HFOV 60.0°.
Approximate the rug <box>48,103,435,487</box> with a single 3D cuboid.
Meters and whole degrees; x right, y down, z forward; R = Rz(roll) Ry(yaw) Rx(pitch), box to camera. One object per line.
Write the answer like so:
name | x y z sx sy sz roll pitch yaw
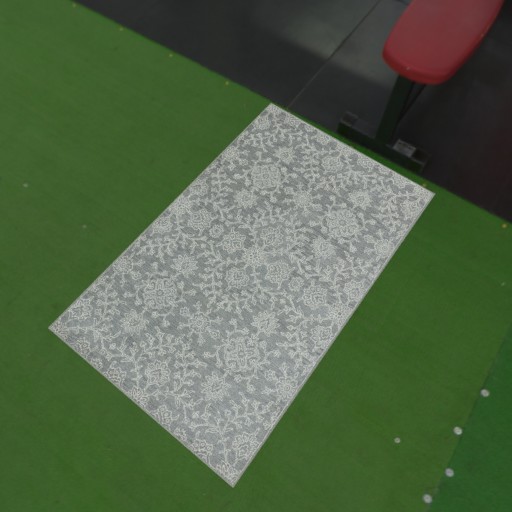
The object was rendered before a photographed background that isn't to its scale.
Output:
rug | 0.000 0.000 3.076 1.515 0.010 2.430 34 69 15
